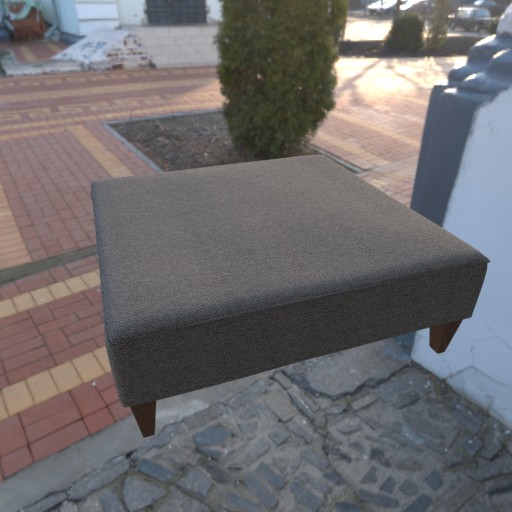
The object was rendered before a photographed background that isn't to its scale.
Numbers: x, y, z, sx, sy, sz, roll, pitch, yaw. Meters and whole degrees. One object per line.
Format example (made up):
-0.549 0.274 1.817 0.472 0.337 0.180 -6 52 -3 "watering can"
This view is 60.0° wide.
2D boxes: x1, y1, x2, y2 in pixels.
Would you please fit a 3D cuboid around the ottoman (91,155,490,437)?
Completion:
0.000 0.000 1.481 0.981 0.378 0.970 -10 31 -17 "ottoman"
